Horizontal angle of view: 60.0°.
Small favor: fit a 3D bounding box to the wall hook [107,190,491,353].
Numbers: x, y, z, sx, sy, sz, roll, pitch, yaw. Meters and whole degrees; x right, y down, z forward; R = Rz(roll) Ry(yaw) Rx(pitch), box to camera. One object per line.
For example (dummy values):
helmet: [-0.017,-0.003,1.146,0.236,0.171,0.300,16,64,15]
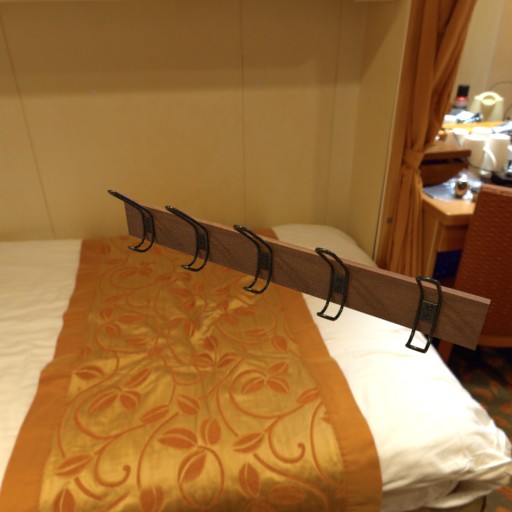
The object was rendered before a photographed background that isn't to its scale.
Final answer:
wall hook: [0.000,0.000,0.587,0.554,0.116,0.076,17,33,28]
